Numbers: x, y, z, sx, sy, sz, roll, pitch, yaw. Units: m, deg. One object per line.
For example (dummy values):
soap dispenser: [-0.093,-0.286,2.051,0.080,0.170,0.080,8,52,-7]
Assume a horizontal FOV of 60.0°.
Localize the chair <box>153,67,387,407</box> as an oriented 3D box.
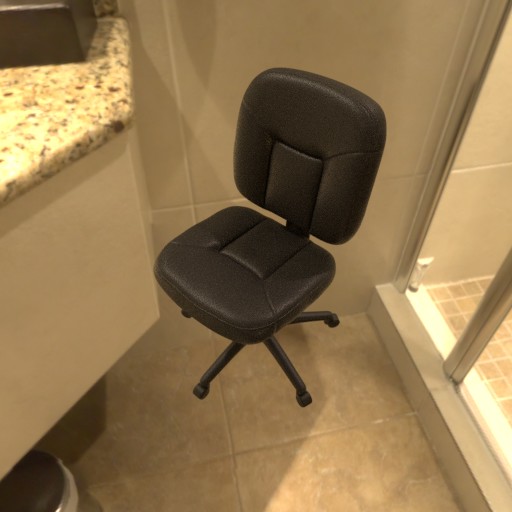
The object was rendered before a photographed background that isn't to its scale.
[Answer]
chair: [0.000,0.000,1.407,0.647,0.959,0.646,32,54,27]
